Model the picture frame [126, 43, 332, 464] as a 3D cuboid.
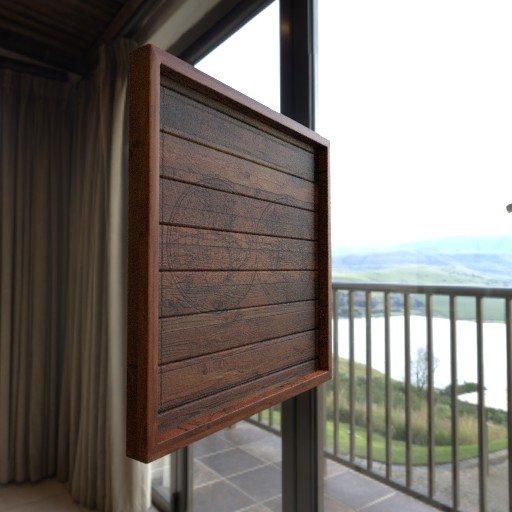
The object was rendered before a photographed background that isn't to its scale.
[{"bbox_3d":[0.000,0.000,0.524,0.028,0.356,0.352,-1,-2,35],"label":"picture frame"}]
